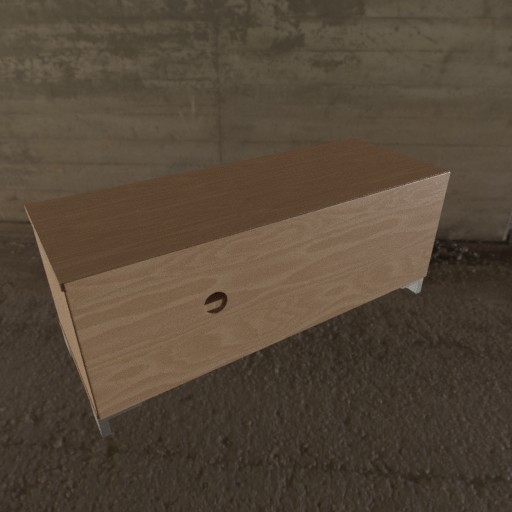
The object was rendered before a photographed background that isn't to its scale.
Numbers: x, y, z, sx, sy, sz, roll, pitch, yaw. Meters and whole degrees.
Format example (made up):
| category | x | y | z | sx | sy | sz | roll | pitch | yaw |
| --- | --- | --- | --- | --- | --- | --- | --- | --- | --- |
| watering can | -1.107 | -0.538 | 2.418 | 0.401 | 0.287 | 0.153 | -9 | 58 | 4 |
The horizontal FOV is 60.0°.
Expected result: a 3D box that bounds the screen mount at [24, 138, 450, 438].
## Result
| category | x | y | z | sx | sy | sz | roll | pitch | yaw |
| --- | --- | --- | --- | --- | --- | --- | --- | --- | --- |
| screen mount | 0.000 | 0.000 | 1.295 | 1.084 | 0.432 | 0.406 | -18 | 35 | -27 |
